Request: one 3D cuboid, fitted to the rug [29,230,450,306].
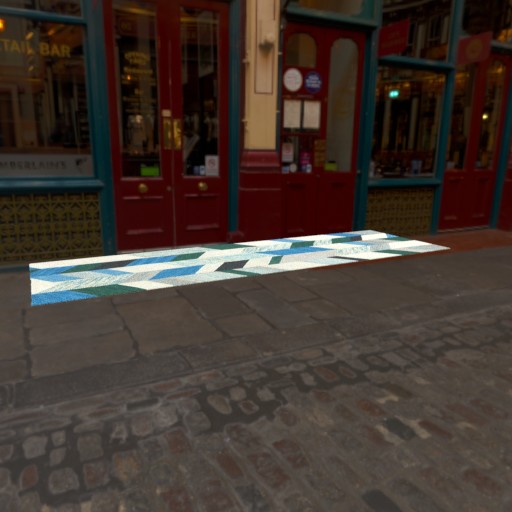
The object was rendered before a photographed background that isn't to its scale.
[{"bbox_3d":[0.000,0.000,2.664,2.437,0.008,0.774,-7,15,-26],"label":"rug"}]
